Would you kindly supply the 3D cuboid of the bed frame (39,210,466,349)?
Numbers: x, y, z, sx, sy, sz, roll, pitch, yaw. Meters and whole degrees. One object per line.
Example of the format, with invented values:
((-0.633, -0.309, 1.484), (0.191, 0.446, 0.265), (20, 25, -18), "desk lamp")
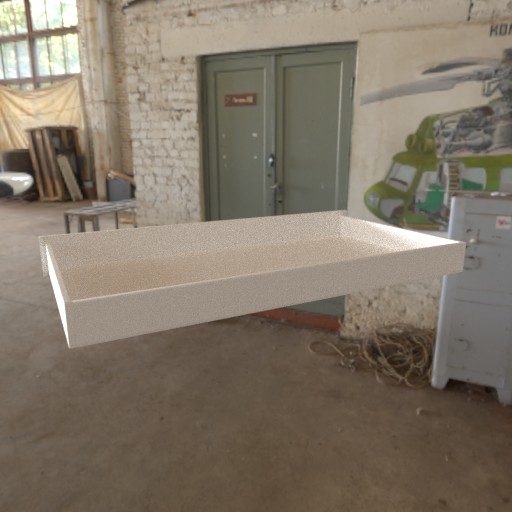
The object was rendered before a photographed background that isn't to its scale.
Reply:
((0.000, 0.000, 1.516), (1.300, 0.141, 0.670), (-7, 16, -27), "bed frame")
